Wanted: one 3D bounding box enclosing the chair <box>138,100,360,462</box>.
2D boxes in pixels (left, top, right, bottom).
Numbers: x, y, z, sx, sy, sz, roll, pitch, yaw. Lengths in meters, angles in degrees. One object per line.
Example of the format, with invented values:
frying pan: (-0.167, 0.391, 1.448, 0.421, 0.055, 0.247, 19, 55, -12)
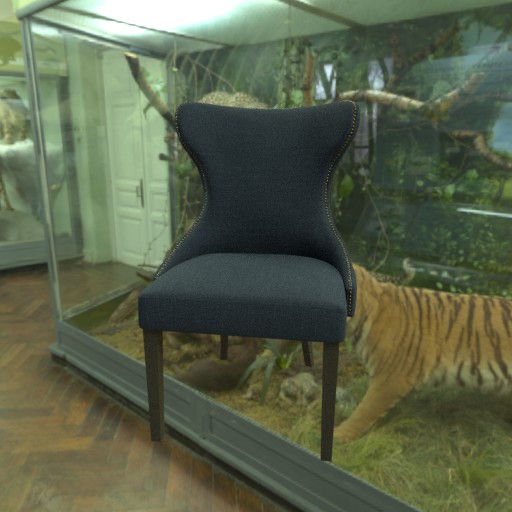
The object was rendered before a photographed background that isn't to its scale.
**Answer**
chair: (0.000, 0.000, 1.407, 0.628, 0.967, 0.635, 2, 15, 9)
